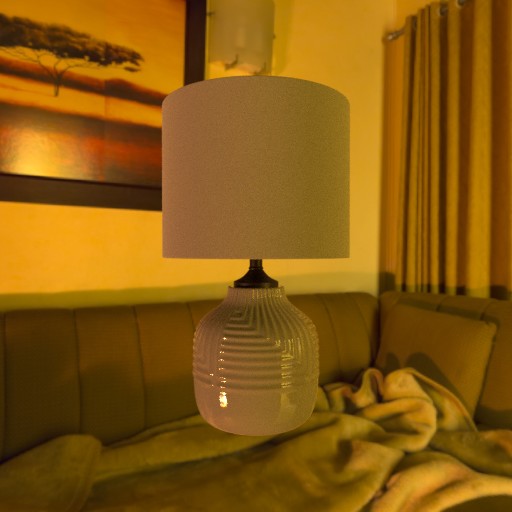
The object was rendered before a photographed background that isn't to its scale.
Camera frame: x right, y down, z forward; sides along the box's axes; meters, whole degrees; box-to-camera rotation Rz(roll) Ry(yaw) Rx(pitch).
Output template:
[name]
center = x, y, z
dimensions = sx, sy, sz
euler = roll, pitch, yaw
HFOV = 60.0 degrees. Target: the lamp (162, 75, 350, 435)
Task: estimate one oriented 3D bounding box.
[lamp]
center = 0.000, 0.000, 0.768
dimensions = 0.318, 0.567, 0.318
euler = 0, 1, 0
